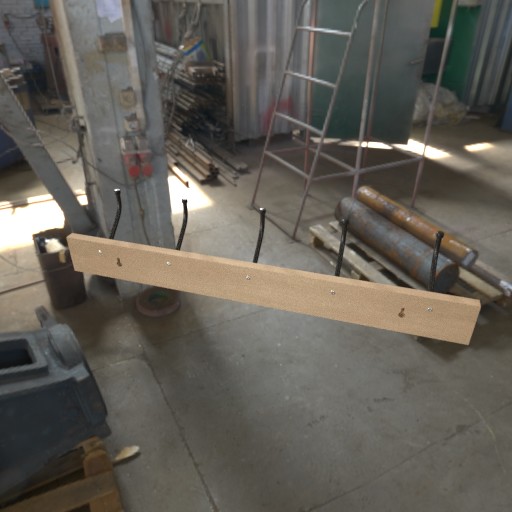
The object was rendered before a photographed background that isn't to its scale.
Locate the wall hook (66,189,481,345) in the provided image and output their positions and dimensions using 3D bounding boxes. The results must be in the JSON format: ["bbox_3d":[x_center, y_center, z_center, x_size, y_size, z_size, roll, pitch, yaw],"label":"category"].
[{"bbox_3d":[0.000,0.000,0.619,0.571,0.117,0.071,9,32,15],"label":"wall hook"}]
